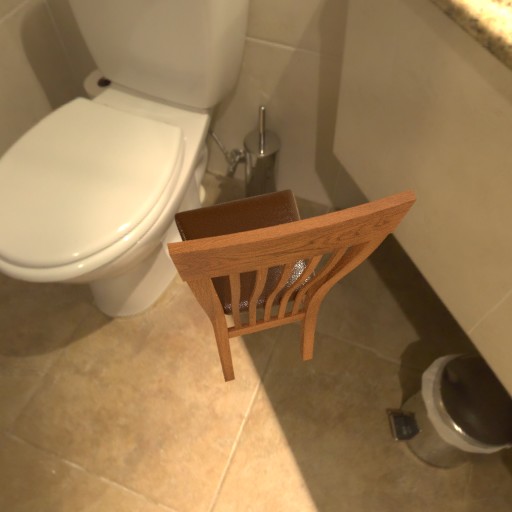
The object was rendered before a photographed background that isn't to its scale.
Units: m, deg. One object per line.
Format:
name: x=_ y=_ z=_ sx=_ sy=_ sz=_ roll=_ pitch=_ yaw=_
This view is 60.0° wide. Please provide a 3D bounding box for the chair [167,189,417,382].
chair: x=0.000 y=0.000 z=1.351 sx=0.450 sy=1.050 sz=0.580 roll=-13 pitch=59 yaw=-8
